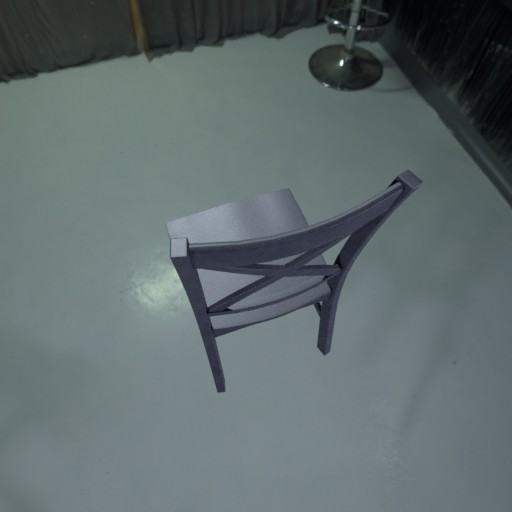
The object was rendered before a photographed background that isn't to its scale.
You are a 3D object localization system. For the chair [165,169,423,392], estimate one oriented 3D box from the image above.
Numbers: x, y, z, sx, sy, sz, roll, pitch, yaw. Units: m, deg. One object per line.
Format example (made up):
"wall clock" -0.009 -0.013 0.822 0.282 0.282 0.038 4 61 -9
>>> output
"chair" 0.000 0.000 1.320 0.485 0.983 0.542 -17 59 -11
